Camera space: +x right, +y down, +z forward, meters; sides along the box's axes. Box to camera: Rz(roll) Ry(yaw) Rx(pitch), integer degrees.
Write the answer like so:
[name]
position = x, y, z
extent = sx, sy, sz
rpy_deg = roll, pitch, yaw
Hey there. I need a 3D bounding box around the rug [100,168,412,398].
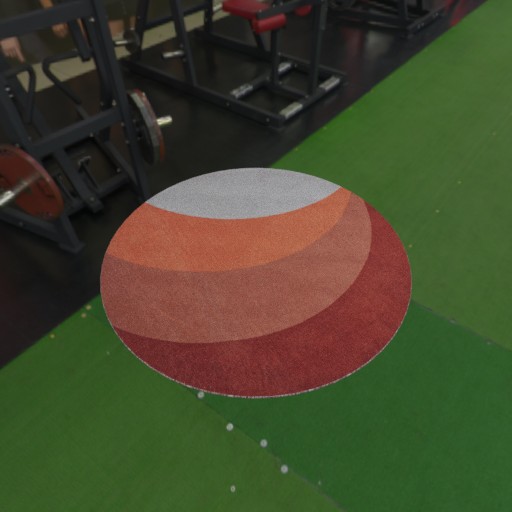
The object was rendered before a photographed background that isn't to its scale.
[rug]
position = 0.000, 0.000, 2.219
extent = 1.514, 0.015, 1.514
rpy_deg = 0, 46, 0
